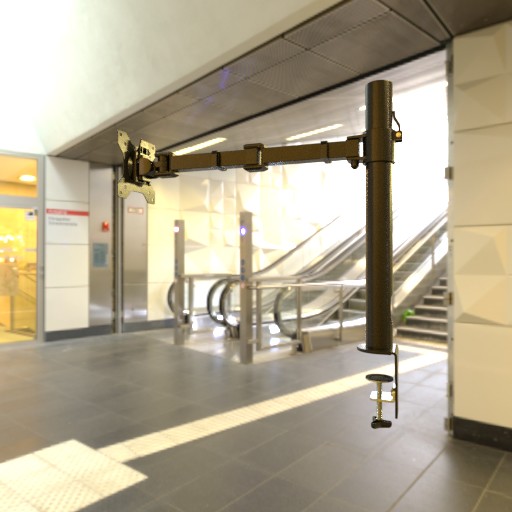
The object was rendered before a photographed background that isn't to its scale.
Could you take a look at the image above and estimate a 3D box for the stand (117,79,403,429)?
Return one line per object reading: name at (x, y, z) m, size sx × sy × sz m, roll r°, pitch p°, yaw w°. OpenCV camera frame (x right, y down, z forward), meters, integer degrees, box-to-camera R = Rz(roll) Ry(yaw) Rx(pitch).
stand at (0.000, 0.000, 0.724) m, size 0.456 × 0.510 × 0.115 m, roll 0°, pitch 0°, yaw 20°
